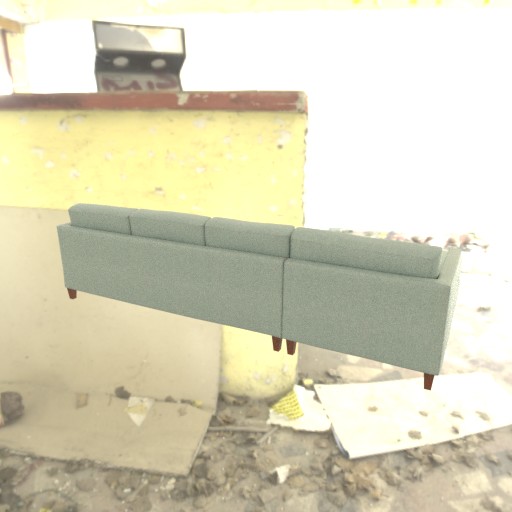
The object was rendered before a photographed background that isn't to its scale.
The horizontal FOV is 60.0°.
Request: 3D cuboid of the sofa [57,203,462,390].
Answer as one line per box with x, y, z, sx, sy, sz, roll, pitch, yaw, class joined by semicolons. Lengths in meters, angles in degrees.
0.000;0.000;4.142;3.470;0.953;1.600;9;19;26;sofa
